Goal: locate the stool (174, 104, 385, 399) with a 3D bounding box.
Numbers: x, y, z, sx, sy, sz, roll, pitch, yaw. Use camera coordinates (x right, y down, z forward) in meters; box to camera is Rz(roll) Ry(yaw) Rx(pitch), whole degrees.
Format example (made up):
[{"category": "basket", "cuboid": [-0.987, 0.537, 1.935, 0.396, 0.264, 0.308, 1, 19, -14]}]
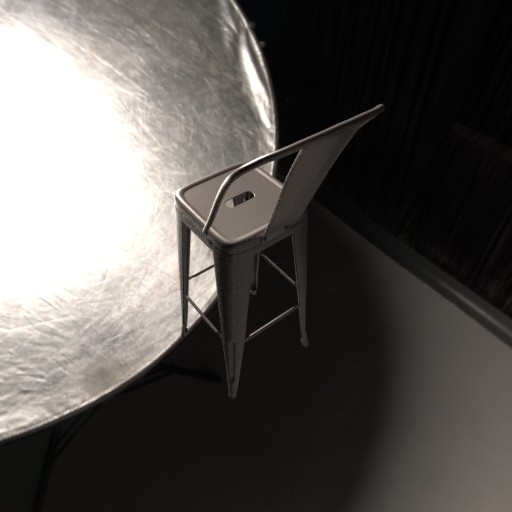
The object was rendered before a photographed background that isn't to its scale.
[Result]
[{"category": "stool", "cuboid": [0.000, 0.000, 1.343, 0.399, 1.096, 0.513, -29, 52, -25]}]
